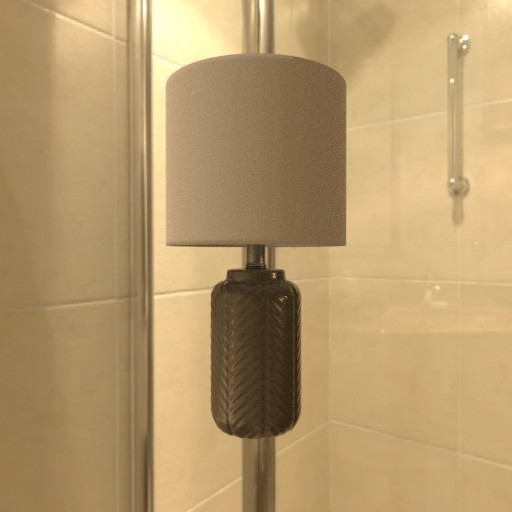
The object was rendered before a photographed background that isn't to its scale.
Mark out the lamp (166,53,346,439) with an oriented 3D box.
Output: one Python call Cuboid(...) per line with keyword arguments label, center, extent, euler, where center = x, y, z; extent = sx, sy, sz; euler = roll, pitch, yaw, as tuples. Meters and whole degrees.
Cuboid(label="lamp", center=(0.000, 0.000, 0.509), extent=(0.203, 0.389, 0.203), euler=(0, 0, 0))
